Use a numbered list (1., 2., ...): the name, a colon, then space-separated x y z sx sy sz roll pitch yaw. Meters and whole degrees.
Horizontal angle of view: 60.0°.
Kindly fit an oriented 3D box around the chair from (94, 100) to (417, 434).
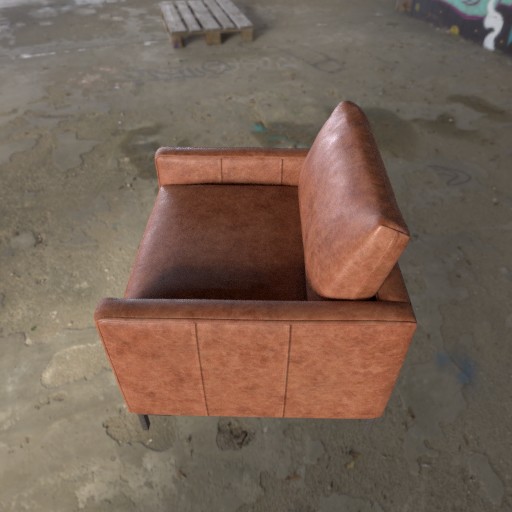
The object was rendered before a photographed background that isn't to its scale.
1. chair: 0.000 0.000 1.611 0.862 0.869 0.967 1 42 1
